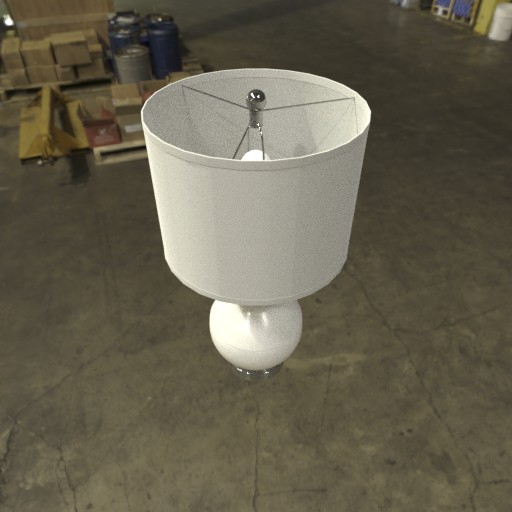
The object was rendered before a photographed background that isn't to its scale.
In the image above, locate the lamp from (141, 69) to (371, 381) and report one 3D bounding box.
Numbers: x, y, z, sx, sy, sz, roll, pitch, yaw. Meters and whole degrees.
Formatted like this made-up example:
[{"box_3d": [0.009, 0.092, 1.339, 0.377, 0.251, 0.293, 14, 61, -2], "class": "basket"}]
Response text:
[{"box_3d": [0.000, 0.000, 0.899, 0.357, 0.673, 0.357, -13, 42, -14], "class": "lamp"}]
